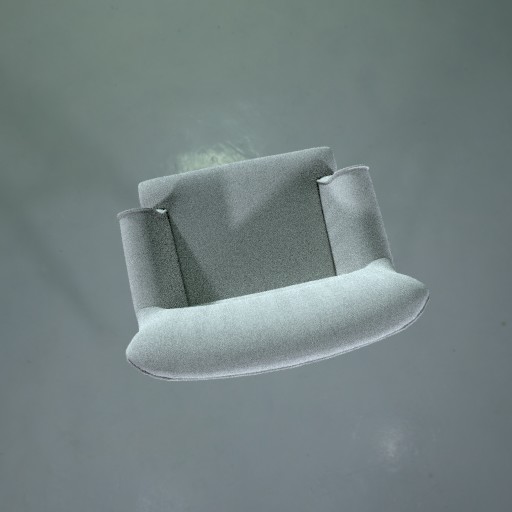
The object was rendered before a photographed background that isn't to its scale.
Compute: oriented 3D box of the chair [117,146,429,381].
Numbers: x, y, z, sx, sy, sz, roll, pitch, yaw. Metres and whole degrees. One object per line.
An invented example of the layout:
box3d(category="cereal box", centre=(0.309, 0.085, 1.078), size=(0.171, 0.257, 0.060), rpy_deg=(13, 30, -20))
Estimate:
box3d(category="chair", centre=(0.000, 0.000, 1.463), size=(0.781, 0.875, 0.750), rpy_deg=(-12, 75, -3))
